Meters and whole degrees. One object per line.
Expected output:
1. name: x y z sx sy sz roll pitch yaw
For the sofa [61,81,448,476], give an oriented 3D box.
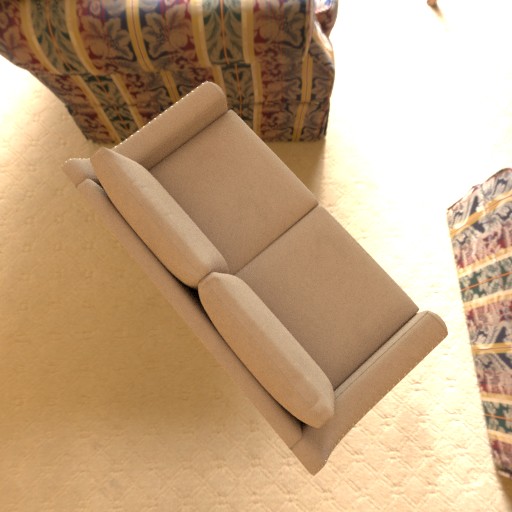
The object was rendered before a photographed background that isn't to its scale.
1. sofa: 0.000 0.000 2.496 1.030 0.901 1.967 -40 79 -9
